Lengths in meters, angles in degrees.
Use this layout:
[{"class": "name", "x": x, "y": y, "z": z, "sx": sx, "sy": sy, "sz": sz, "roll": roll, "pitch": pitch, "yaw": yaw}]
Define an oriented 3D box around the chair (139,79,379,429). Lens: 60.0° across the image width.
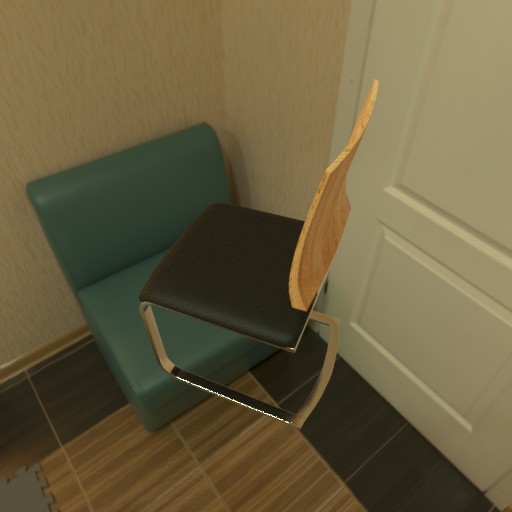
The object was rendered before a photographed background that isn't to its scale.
[{"class": "chair", "x": 0.000, "y": 0.000, "z": 1.254, "sx": 0.560, "sy": 0.936, "sz": 0.462, "roll": 17, "pitch": 48, "yaw": 16}]
